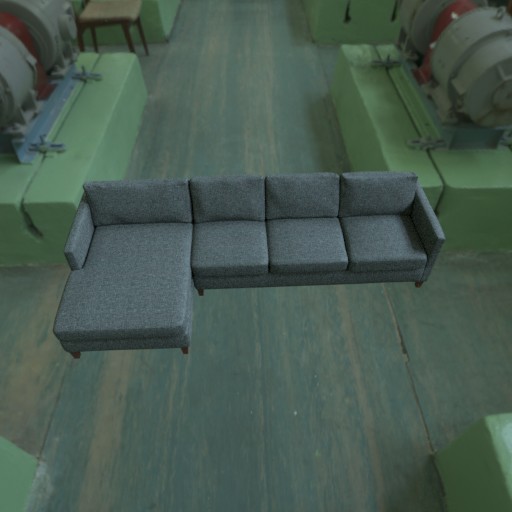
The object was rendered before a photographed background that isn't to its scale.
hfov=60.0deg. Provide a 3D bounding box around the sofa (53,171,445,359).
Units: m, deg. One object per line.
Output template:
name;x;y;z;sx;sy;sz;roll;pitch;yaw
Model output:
sofa;0.000;0.000;4.232;3.485;0.960;1.635;-2;47;-2
